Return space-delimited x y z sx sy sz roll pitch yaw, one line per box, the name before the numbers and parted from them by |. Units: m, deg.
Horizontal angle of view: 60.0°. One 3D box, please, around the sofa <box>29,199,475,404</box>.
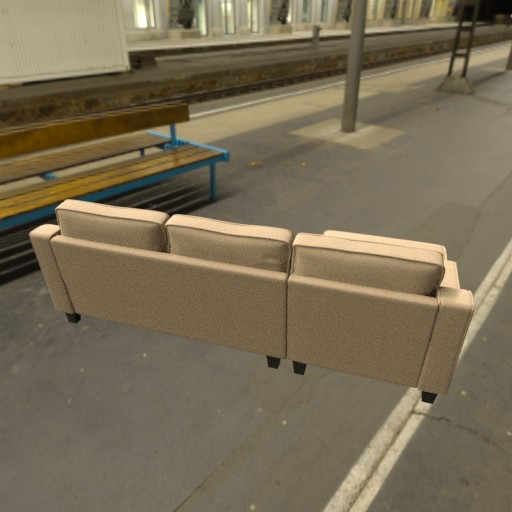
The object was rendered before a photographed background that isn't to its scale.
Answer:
sofa | 0.000 0.000 3.071 2.561 0.928 1.294 9 30 16
